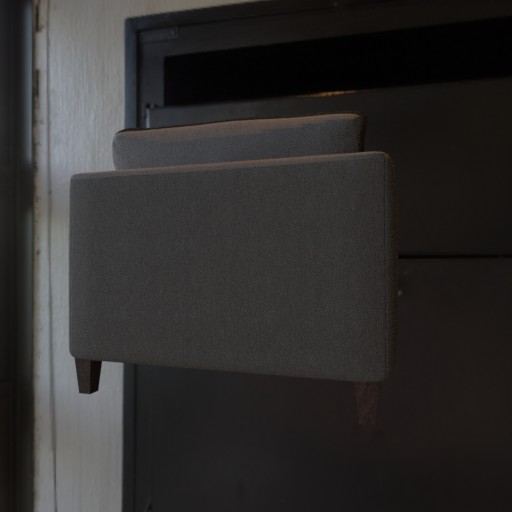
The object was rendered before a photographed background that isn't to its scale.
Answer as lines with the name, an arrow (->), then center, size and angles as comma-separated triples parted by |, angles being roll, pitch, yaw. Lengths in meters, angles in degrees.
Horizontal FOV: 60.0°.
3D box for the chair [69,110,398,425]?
chair -> 0.000, 0.000, 1.811 | 1.107, 0.963, 0.959 | 0, -1, 18
